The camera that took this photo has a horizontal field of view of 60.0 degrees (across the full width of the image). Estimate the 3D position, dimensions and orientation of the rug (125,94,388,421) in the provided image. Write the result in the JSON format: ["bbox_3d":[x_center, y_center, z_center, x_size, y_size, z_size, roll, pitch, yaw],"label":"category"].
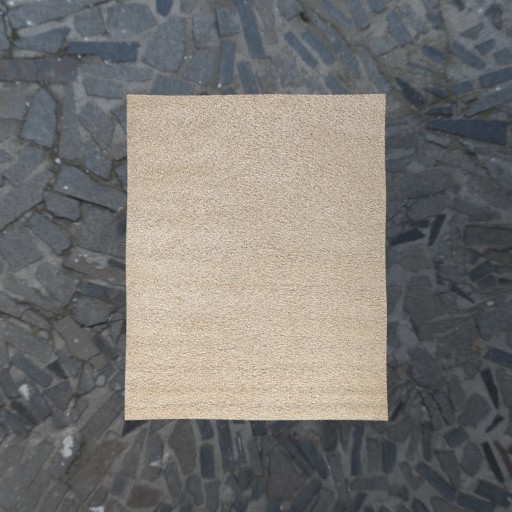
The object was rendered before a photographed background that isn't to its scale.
[{"bbox_3d":[0.000,0.000,4.085,2.400,0.026,3.000,0,89,0],"label":"rug"}]
